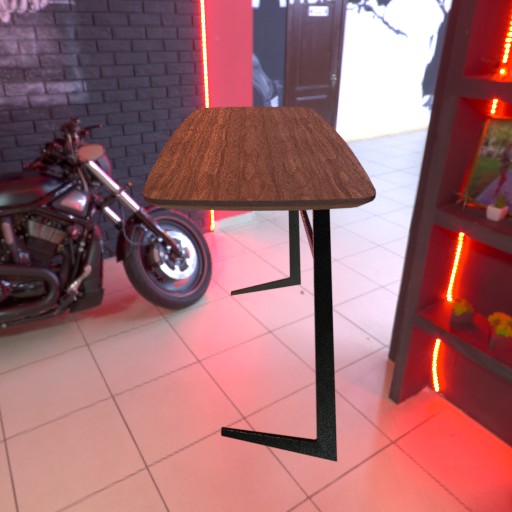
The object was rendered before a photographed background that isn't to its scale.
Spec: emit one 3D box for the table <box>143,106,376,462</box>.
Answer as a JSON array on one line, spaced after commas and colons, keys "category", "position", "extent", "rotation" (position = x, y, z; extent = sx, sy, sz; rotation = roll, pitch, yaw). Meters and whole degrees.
[{"category": "table", "position": [0.000, 0.000, 1.077], "extent": [0.361, 0.576, 0.804], "rotation": [0, 27, -1]}]
